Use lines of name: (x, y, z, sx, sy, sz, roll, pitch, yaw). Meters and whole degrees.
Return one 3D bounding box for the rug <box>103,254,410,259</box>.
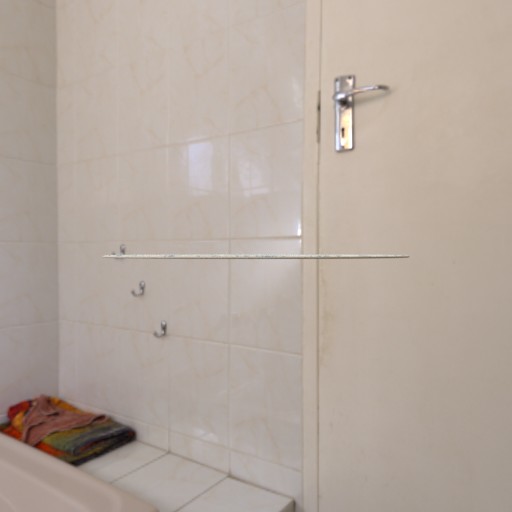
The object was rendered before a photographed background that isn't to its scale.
rug: (0.000, 0.000, 2.434, 1.593, 0.012, 1.593, 0, 0, 0)
